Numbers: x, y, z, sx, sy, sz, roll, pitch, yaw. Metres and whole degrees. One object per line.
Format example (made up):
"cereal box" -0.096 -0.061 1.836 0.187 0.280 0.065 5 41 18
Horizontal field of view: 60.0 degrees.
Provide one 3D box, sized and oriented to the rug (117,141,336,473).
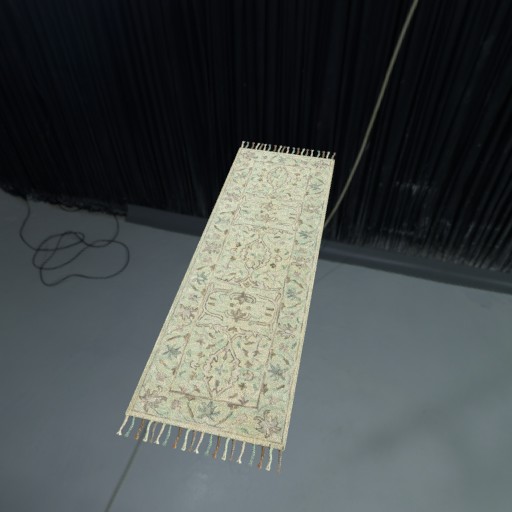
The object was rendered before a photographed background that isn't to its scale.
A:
"rug" 0.000 0.000 2.773 0.769 0.013 2.440 9 48 8
